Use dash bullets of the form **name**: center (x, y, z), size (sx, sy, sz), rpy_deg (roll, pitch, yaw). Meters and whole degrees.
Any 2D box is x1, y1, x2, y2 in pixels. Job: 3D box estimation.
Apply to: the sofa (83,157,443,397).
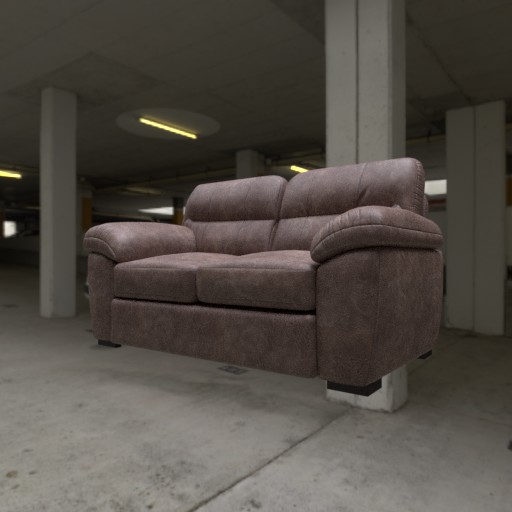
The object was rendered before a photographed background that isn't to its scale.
- **sofa**: center (0.000, 0.000, 2.372), size (1.753, 0.991, 0.991), rpy_deg (0, 0, 36)
